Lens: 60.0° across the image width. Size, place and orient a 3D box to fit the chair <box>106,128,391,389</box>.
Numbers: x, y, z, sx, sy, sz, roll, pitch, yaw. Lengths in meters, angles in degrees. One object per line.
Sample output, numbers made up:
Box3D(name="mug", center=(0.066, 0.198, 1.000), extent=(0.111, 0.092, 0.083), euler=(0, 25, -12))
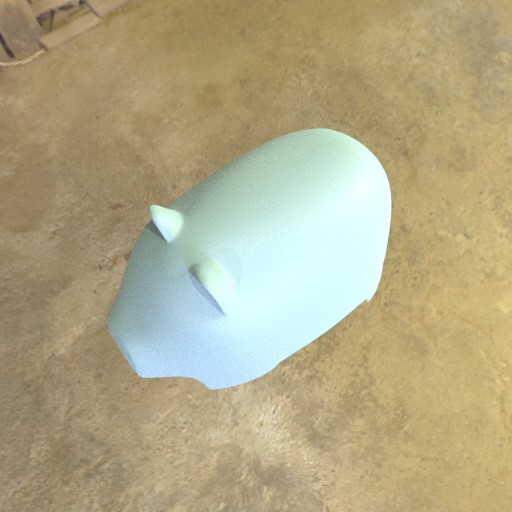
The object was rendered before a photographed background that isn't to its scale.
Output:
Box3D(name="chair", center=(0.000, 0.000, 0.875), extent=(0.619, 0.423, 0.364), euler=(-34, 69, -15))
